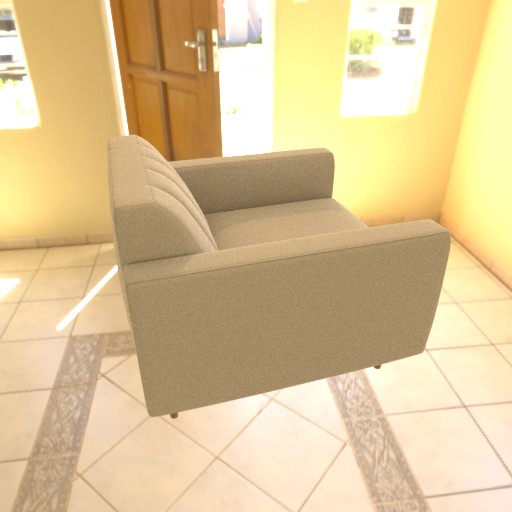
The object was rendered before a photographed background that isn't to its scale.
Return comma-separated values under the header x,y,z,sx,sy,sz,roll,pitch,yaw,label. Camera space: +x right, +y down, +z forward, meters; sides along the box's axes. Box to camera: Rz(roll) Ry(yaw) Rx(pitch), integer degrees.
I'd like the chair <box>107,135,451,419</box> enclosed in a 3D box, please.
x,y,z,sx,sy,sz,roll,pitch,yaw,label
0.000,0.000,1.689,0.998,0.819,0.953,-9,32,-15,chair
